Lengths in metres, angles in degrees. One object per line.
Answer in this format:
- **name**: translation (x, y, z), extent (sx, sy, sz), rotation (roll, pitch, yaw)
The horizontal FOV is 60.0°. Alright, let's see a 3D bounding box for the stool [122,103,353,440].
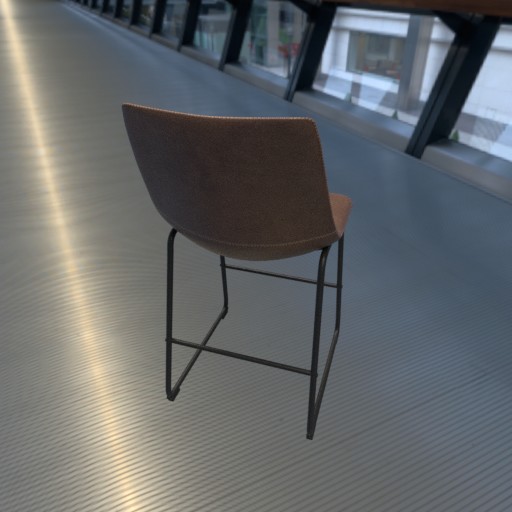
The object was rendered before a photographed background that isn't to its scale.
- **stool**: translation (0.000, 0.000, 1.216), extent (0.460, 0.890, 0.550), rotation (10, 33, 15)
